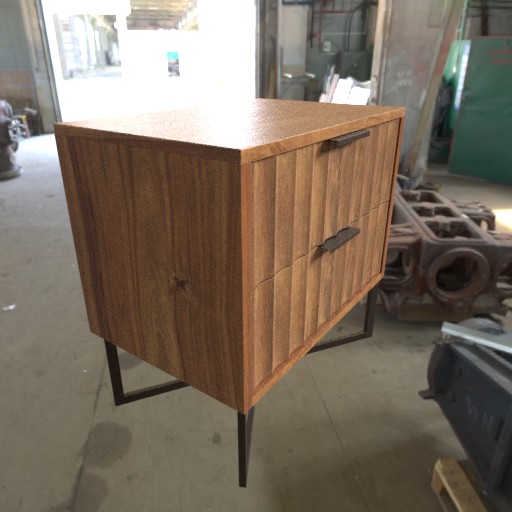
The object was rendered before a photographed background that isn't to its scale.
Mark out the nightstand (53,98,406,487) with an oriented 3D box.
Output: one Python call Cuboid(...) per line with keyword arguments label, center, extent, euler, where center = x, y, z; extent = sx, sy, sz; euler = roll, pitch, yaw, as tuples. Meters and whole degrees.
Cuboid(label="nightstand", center=(0.000, 0.000, 1.006), extent=(0.427, 0.615, 0.613), euler=(16, 29, 32))
